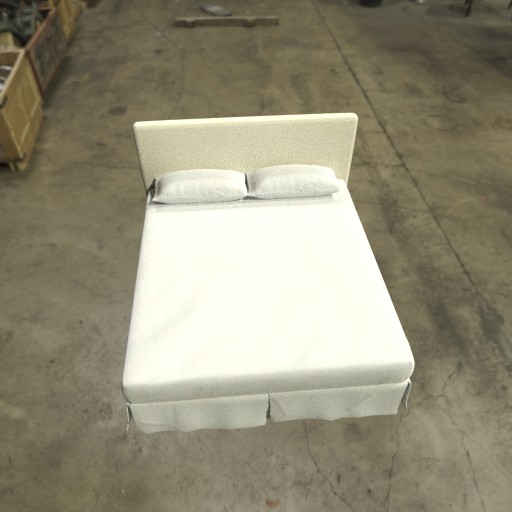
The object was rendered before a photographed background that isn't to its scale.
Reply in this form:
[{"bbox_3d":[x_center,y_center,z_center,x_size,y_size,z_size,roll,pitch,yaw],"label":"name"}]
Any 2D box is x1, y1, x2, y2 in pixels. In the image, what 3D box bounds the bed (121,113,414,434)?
[{"bbox_3d":[0.000,0.000,3.668,2.119,1.317,2.341,-4,45,-4],"label":"bed"}]
